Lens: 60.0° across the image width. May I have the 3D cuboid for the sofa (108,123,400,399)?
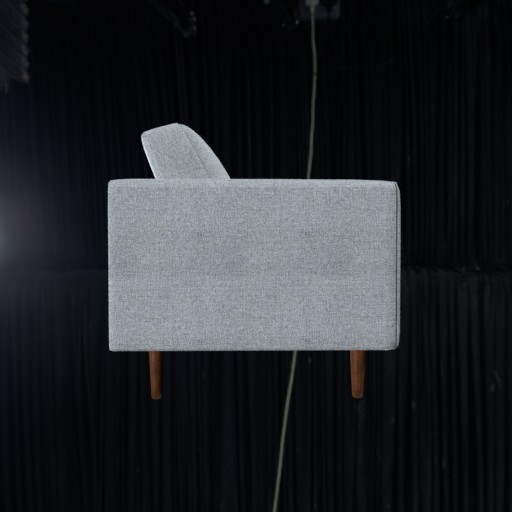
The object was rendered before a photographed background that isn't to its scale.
[{"bbox_3d":[0.000,0.000,2.175,0.969,0.973,1.527,0,1,-1],"label":"sofa"}]
